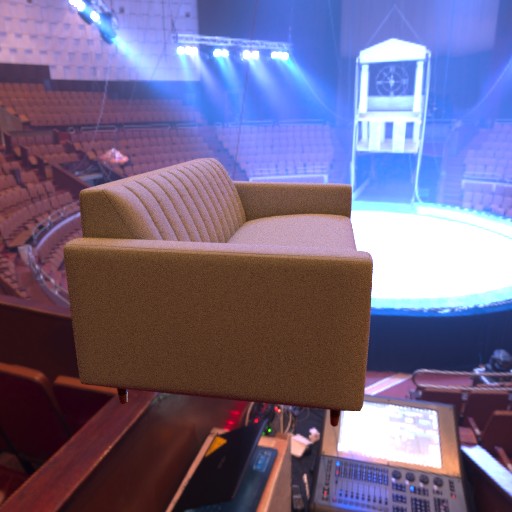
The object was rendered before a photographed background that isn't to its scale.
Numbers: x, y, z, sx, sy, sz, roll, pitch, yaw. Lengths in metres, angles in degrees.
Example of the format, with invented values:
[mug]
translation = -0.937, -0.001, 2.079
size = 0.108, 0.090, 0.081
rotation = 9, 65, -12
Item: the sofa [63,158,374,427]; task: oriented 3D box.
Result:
[sofa]
translation = 0.000, 0.000, 2.088
size = 0.950, 0.801, 1.585
rotation = 3, 17, 9
